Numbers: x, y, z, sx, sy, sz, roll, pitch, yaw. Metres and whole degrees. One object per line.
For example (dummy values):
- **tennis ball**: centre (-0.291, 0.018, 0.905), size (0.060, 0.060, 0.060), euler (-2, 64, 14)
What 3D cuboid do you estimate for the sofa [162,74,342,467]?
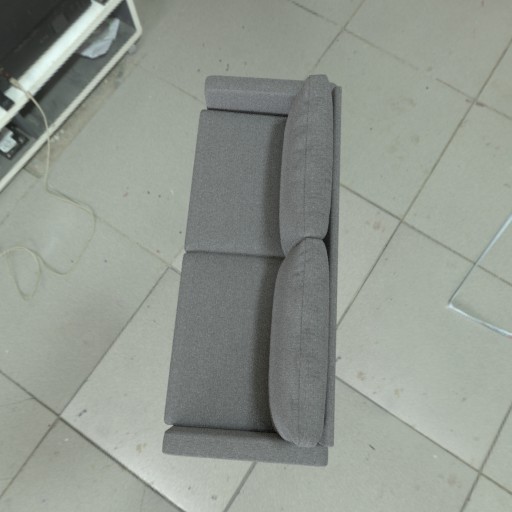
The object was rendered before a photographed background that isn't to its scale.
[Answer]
- **sofa**: centre (0.000, 0.000, 2.647), size (0.880, 0.880, 2.200), euler (4, 75, 1)
